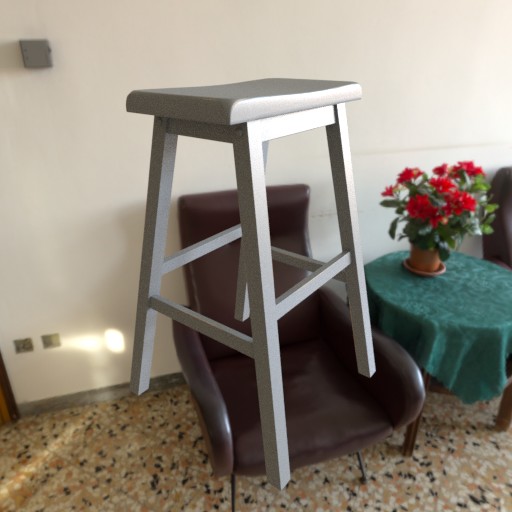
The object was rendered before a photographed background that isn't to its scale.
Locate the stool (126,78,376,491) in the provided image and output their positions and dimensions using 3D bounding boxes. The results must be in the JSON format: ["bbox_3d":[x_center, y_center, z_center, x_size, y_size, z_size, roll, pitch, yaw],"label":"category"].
[{"bbox_3d":[0.000,0.000,1.025,0.476,0.737,0.457,18,31,33],"label":"stool"}]
